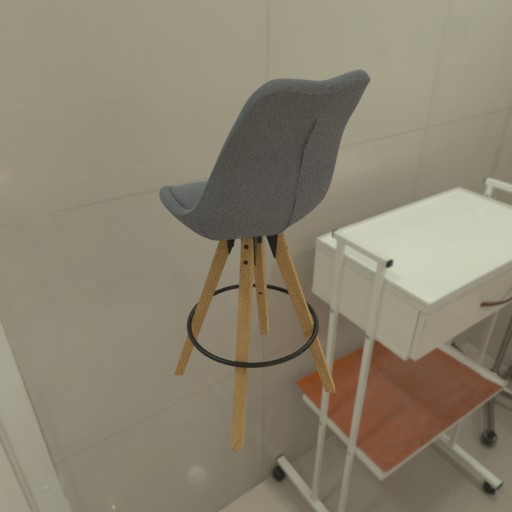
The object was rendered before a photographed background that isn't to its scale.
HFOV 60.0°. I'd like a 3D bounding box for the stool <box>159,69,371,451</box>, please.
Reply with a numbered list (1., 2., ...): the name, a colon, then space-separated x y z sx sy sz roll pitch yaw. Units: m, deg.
1. stool: 0.000 0.000 1.386 0.485 1.115 0.550 -20 35 -30
